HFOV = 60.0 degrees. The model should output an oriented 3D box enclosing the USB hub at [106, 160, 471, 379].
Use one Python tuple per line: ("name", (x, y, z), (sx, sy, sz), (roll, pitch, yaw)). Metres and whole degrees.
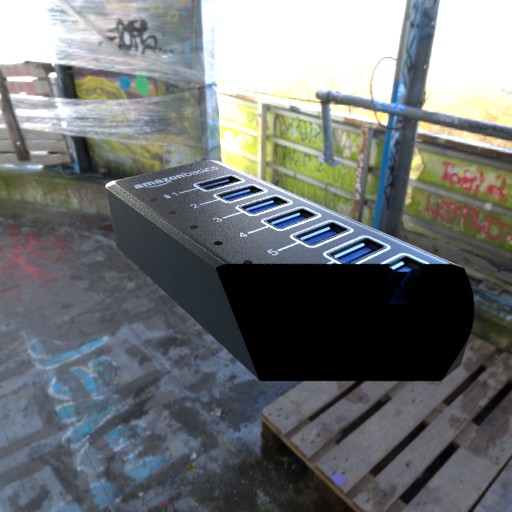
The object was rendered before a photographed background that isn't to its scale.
("USB hub", (0.000, 0.000, 0.126), (0.044, 0.023, 0.110), (-21, 36, -32))
